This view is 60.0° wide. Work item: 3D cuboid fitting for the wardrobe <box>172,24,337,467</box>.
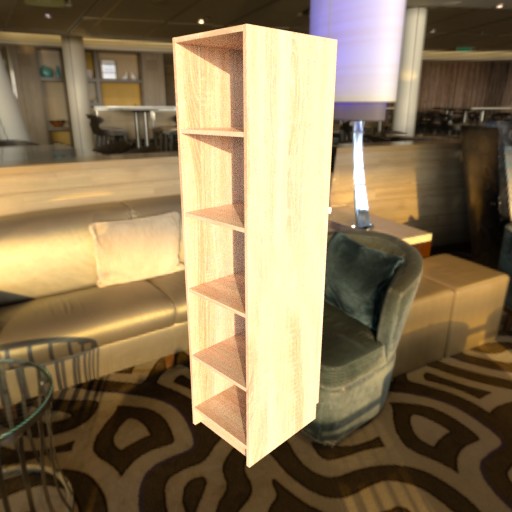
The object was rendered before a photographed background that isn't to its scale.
[{"bbox_3d":[0.000,0.000,2.384,0.588,2.117,0.496,-17,25,-42],"label":"wardrobe"}]
